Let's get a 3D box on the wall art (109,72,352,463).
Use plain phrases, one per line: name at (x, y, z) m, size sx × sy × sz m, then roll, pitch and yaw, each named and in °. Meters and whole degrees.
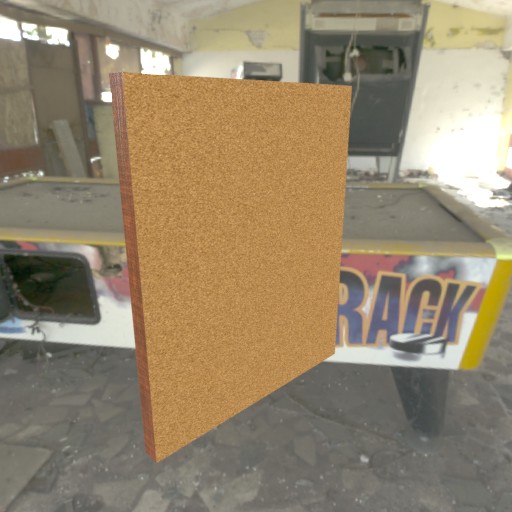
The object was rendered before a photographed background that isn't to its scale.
wall art at (0.000, 0.000, 0.771) m, size 0.467 × 0.567 × 0.033 m, roll -17°, pitch 25°, yaw -42°
